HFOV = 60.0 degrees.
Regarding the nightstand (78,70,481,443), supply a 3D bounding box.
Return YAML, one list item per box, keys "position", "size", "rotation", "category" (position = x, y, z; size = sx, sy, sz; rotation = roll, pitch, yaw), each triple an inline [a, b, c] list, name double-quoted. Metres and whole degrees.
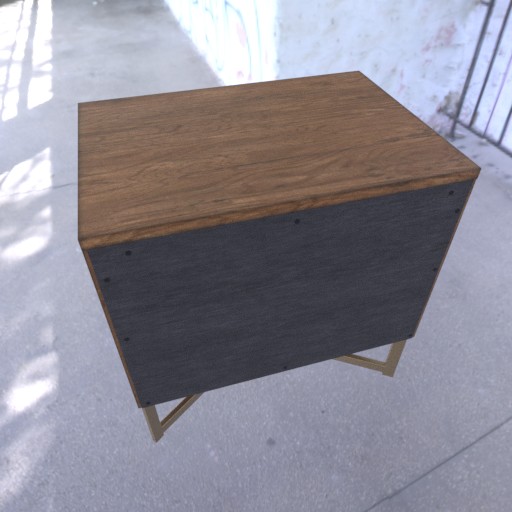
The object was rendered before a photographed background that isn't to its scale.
- position: [0.000, 0.000, 0.996]
  size: [0.610, 0.610, 0.446]
  rotation: [-11, 44, -12]
  category: "nightstand"
